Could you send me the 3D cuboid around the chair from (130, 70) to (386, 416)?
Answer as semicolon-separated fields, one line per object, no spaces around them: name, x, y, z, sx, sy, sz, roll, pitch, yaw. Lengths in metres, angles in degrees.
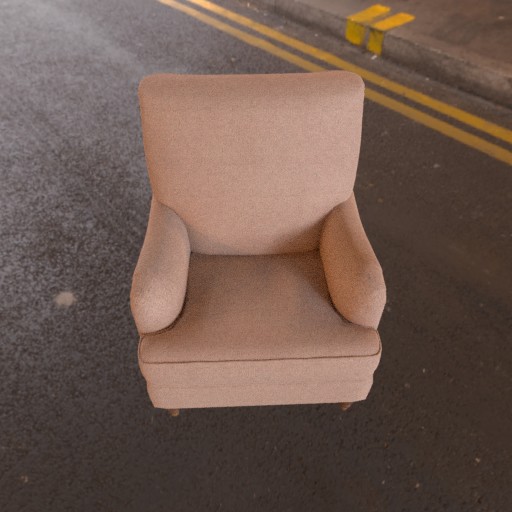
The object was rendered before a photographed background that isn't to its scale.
chair;0.000;0.000;1.778;0.879;1.119;0.953;-2;46;-2
